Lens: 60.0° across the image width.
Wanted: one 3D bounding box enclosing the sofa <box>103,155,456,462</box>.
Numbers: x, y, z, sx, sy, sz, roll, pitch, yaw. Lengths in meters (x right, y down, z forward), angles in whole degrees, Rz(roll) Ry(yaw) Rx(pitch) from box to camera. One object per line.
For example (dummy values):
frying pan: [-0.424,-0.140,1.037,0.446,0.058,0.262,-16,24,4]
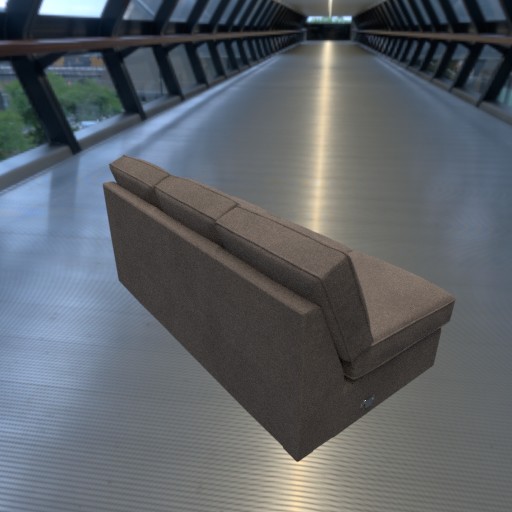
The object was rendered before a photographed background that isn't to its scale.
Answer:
sofa: [0.000,0.000,2.560,1.027,0.973,1.962,-18,31,-33]
